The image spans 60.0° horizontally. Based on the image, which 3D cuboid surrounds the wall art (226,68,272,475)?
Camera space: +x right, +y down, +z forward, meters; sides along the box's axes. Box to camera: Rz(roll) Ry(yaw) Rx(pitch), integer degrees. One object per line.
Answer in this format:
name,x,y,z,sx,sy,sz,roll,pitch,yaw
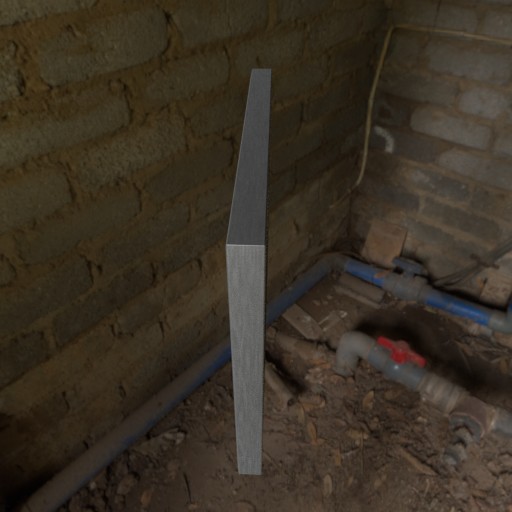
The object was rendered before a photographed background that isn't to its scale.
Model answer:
wall art,0.000,0.000,0.545,0.028,0.330,0.380,1,39,2
